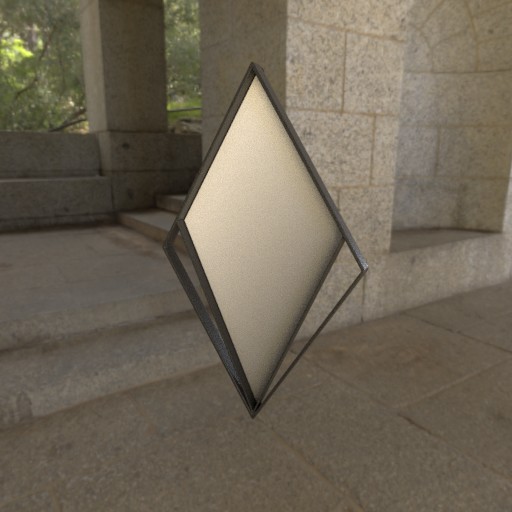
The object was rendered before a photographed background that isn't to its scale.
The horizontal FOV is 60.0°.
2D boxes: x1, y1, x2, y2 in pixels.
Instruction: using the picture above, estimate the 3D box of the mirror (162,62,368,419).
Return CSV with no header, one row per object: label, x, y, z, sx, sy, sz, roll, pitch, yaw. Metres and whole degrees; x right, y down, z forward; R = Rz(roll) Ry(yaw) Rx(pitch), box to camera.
mirror,0.000,0.000,0.838,0.419,0.679,0.032,7,15,26
